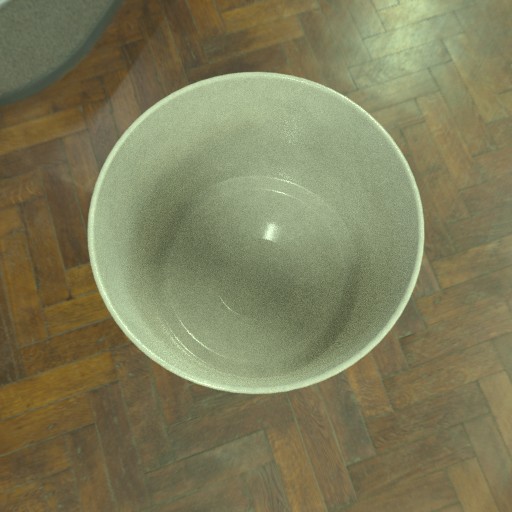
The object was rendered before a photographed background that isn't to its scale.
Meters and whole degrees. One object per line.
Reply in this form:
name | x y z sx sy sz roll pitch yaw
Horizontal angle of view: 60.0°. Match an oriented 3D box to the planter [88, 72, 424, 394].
planter | 0.000 0.000 0.338 0.190 0.181 0.190 0 76 0
